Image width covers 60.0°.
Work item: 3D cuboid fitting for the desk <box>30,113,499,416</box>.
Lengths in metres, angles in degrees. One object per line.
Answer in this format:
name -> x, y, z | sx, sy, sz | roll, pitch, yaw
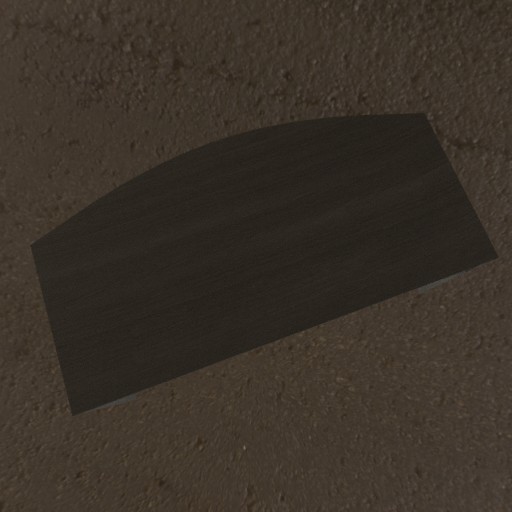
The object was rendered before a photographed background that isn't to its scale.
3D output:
desk -> 0.000, 0.000, 2.007 | 1.600, 0.750, 0.802 | -19, 77, -5
